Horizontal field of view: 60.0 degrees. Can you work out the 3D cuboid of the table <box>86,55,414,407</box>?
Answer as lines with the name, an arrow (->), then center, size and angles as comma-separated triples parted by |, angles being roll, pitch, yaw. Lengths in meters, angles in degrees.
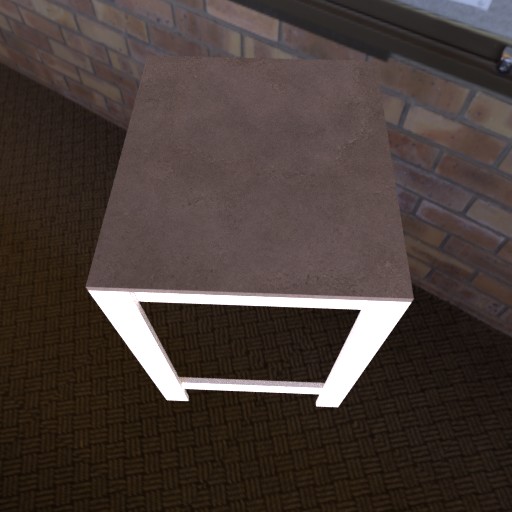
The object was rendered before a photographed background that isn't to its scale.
table -> 0.000, 0.000, 1.587 | 0.700, 1.020, 0.800 | 2, 59, 1
